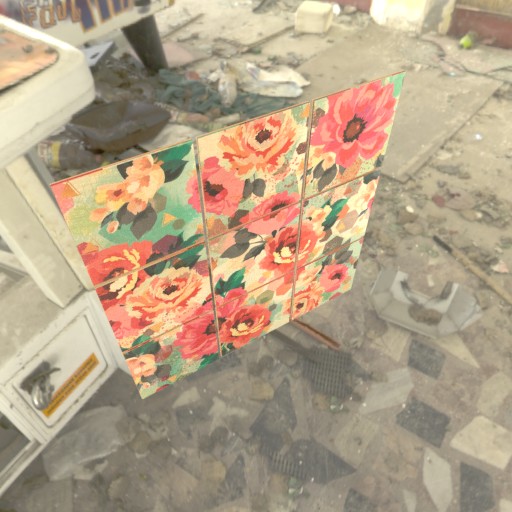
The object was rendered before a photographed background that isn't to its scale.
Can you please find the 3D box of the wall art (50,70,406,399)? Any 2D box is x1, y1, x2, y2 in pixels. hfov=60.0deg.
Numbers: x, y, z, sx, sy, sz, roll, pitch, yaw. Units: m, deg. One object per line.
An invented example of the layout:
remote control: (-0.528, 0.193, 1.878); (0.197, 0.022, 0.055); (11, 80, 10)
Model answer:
wall art: (0.000, 0.000, 1.779); (1.216, 1.220, 0.013); (-24, 52, -21)
